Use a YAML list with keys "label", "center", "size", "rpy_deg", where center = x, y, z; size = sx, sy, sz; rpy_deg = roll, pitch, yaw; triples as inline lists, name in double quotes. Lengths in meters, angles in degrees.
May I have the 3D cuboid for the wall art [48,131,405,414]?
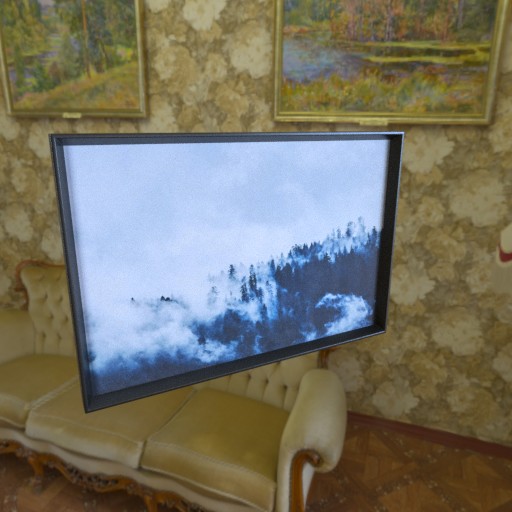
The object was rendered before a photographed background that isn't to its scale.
- label: "wall art"
  center: [0.000, 0.000, 1.190]
  size: [0.939, 0.640, 0.058]
  rpy_deg: [-8, 18, -26]
